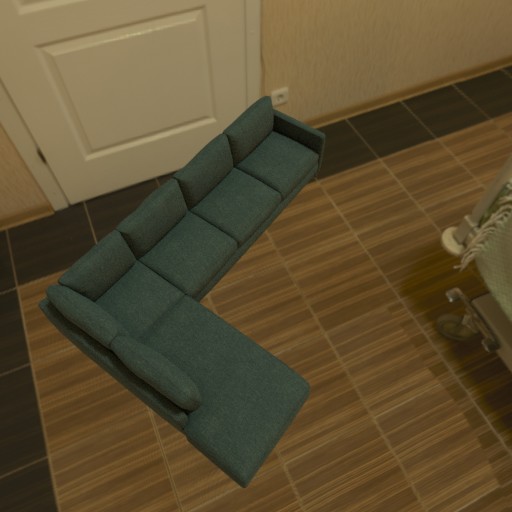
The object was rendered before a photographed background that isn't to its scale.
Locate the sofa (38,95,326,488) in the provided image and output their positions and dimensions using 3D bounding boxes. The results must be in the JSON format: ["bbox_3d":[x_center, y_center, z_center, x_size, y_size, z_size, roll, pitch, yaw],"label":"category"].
[{"bbox_3d":[0.000,0.000,3.822,2.007,0.815,2.949,32,63,19],"label":"sofa"}]
